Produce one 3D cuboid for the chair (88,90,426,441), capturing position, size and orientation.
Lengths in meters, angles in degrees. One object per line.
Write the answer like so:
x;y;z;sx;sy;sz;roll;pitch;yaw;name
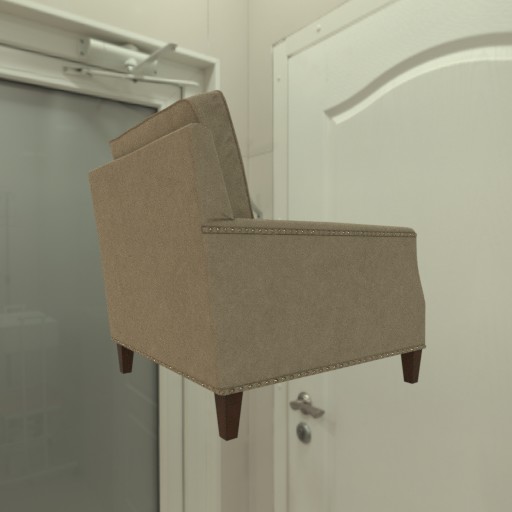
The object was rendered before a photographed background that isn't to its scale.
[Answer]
0.000;0.000;1.698;1.014;0.943;0.853;-1;1;-36;chair
